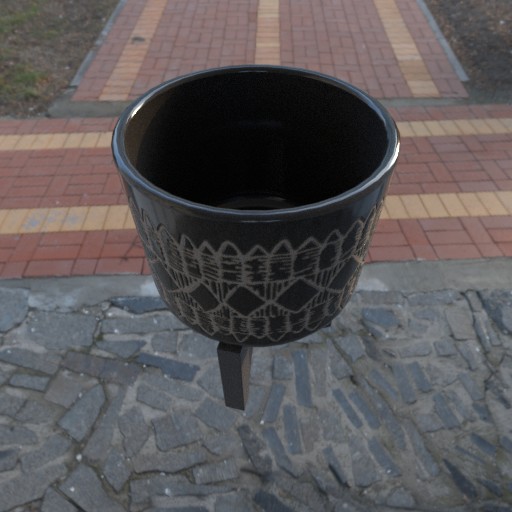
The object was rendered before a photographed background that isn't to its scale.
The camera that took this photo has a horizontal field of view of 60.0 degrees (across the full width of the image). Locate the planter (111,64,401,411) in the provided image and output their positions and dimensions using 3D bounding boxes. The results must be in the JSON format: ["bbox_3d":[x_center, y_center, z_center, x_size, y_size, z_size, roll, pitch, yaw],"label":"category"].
[{"bbox_3d":[0.000,0.000,0.400,0.196,0.264,0.196,10,47,10],"label":"planter"}]
